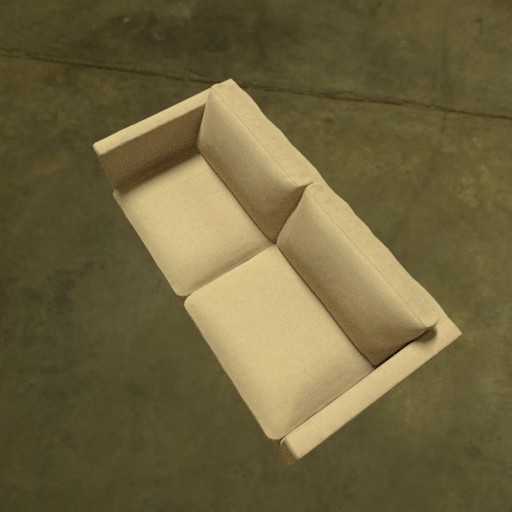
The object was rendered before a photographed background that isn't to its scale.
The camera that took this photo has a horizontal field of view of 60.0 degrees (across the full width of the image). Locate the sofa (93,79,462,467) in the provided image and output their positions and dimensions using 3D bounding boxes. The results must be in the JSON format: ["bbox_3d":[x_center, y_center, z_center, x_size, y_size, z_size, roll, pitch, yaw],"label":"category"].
[{"bbox_3d":[0.000,0.000,2.464,0.962,0.835,1.959,-31,68,-14],"label":"sofa"}]
